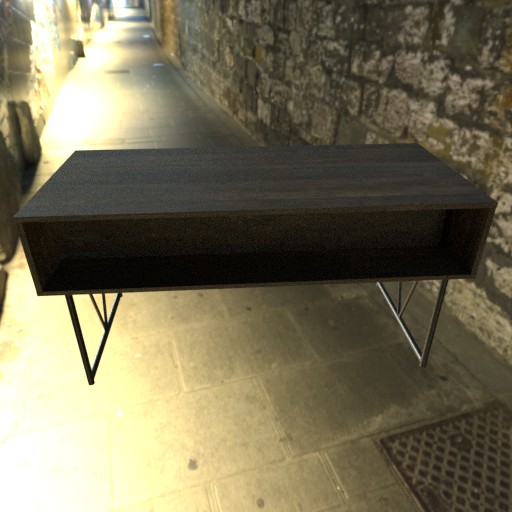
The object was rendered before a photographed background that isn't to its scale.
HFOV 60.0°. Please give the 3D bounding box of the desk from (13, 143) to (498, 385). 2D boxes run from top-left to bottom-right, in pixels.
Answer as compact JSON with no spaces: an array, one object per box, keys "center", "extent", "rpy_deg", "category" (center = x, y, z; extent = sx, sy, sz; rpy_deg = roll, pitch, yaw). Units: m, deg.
[{"center":[0.000,0.000,1.969],"extent":[1.600,0.780,0.730],"rpy_deg":[-2,30,-4],"category":"desk"}]
